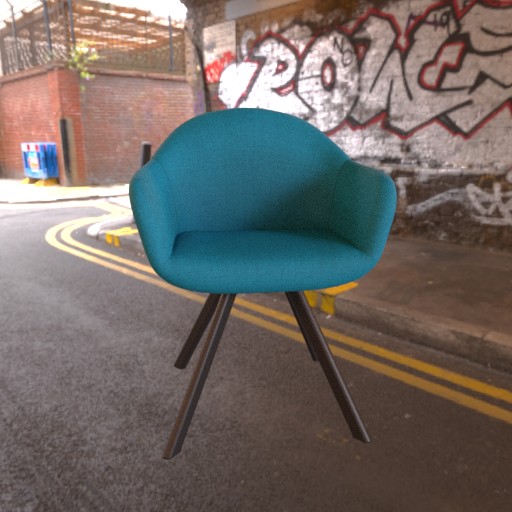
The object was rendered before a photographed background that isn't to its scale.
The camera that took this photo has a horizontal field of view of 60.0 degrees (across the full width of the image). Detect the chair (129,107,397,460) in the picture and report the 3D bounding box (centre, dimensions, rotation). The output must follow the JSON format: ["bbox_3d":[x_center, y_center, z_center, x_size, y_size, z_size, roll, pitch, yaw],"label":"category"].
[{"bbox_3d":[0.000,0.000,1.194,0.590,0.795,0.550,-2,14,-7],"label":"chair"}]
